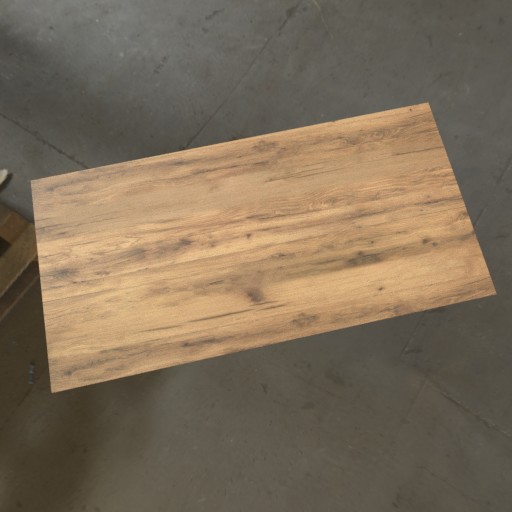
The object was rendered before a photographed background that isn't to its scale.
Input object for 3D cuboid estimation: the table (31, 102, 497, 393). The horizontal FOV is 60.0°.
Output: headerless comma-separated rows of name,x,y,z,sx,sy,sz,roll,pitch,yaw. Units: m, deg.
table,0.000,0.000,2.436,2.000,0.770,1.000,-12,76,-3
